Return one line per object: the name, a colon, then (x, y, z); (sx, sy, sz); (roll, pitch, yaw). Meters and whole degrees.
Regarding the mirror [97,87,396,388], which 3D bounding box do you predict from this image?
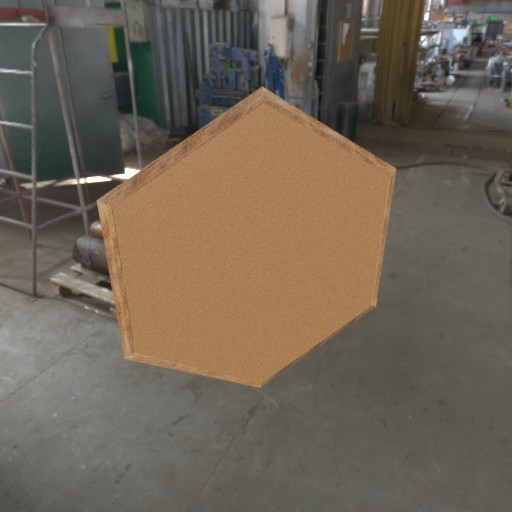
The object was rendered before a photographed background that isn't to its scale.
mirror: (0.000, 0.000, 1.074); (0.675, 0.779, 0.091); (-9, 29, -17)
